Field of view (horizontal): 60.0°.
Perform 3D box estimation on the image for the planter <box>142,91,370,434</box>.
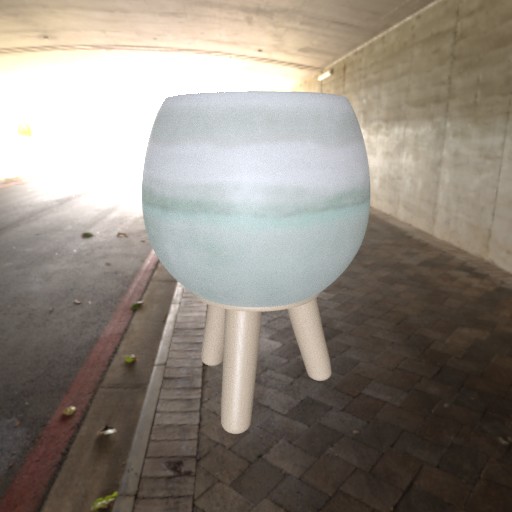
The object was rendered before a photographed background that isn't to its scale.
[{"bbox_3d":[0.000,0.000,0.334,0.161,0.224,0.161,0,15,0],"label":"planter"}]
